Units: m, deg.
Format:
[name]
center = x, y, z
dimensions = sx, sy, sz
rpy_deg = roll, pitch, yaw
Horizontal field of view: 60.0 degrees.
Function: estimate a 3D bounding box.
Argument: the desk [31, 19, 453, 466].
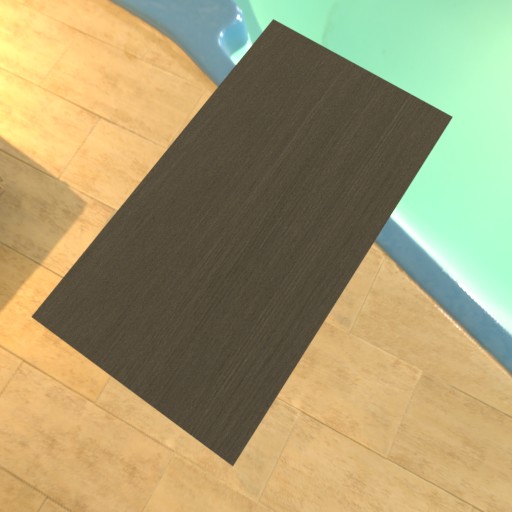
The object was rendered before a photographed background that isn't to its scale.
[desk]
center = 0.000, 0.000, 1.310
dimensions = 0.498, 0.724, 0.893
rpy_deg = 33, 77, 9
